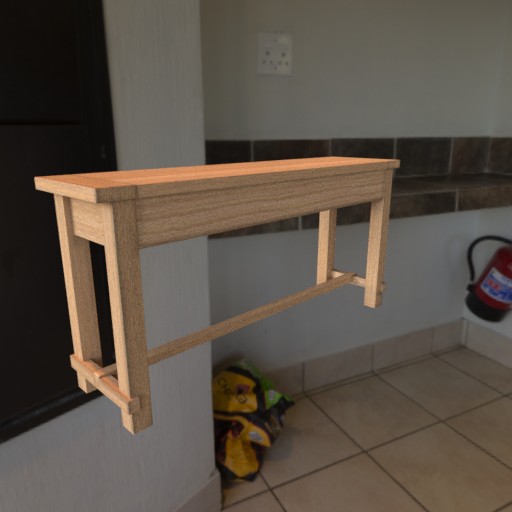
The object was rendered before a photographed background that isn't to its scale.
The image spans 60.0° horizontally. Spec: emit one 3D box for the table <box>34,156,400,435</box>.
[{"bbox_3d":[0.000,0.000,1.914,0.442,0.762,1.599,15,22,43],"label":"table"}]
